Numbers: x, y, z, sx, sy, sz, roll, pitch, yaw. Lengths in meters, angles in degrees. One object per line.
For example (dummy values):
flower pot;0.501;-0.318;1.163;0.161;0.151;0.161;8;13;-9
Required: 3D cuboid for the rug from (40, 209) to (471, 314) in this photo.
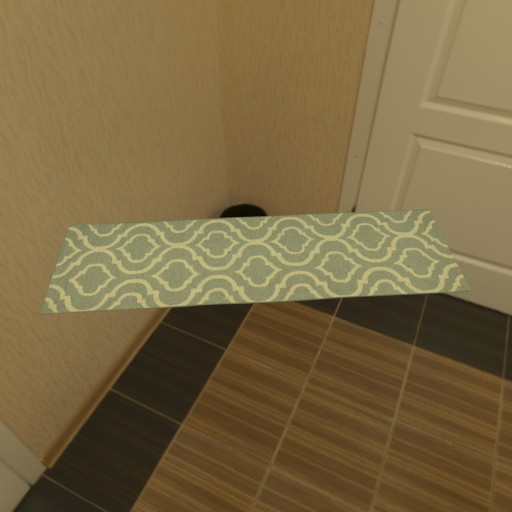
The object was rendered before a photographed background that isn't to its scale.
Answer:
rug;0.000;0.000;2.560;2.275;0.009;0.684;-3;46;-3
